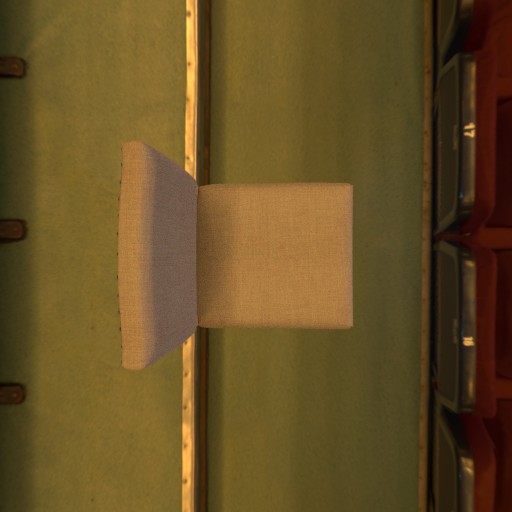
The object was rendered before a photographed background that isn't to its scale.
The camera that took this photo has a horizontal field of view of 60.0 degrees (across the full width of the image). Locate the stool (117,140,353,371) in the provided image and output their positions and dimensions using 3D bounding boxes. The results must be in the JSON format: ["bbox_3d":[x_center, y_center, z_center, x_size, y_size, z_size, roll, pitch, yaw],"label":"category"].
[{"bbox_3d":[0.000,0.000,1.427,0.585,1.173,0.445,0,90,-3],"label":"stool"}]
